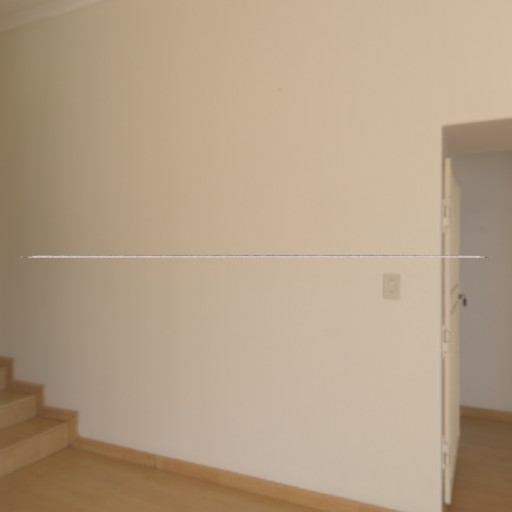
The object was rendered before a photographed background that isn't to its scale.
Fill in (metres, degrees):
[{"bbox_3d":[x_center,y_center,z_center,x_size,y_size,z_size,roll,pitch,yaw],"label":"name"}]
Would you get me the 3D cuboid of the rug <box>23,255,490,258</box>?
[{"bbox_3d":[0.000,0.000,3.852,2.910,0.013,2.256,0,0,0],"label":"rug"}]
